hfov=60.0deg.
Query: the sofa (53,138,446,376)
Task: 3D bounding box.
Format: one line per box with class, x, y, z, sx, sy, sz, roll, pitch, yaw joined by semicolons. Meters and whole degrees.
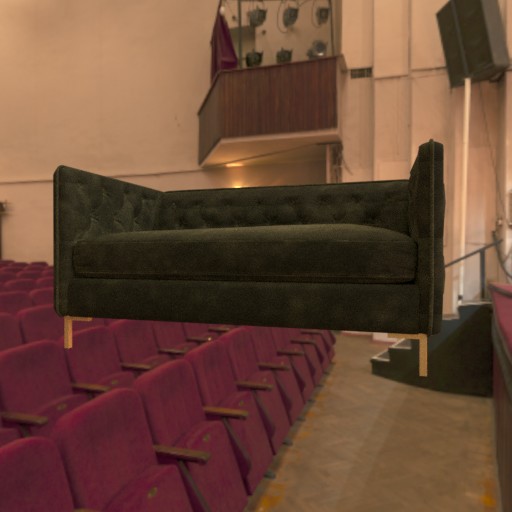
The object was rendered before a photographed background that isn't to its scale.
sofa;0.000;0.000;2.029;1.537;0.768;0.895;0;0;17
